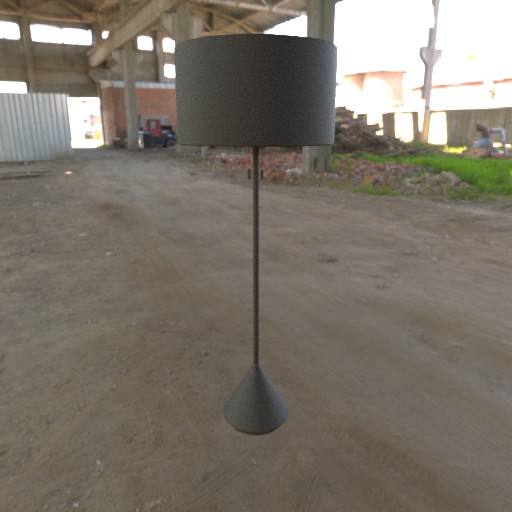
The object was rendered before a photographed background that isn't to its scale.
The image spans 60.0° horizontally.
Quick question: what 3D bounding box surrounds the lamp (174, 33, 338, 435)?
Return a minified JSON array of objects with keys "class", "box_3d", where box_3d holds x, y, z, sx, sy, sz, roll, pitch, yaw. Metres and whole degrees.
[{"class":"lamp","box_3d":[0.000,0.000,1.791,0.580,1.526,0.580,8,18,27]}]
